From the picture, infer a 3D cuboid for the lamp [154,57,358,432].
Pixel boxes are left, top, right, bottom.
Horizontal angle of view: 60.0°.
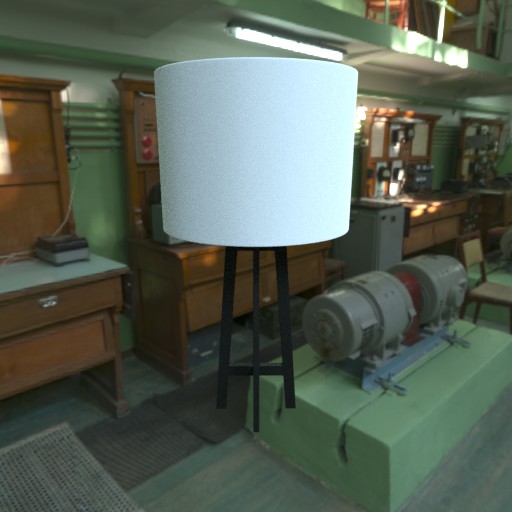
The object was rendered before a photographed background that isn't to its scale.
[{"bbox_3d":[0.000,0.000,0.633,0.257,0.489,0.257,14,20,43],"label":"lamp"}]
